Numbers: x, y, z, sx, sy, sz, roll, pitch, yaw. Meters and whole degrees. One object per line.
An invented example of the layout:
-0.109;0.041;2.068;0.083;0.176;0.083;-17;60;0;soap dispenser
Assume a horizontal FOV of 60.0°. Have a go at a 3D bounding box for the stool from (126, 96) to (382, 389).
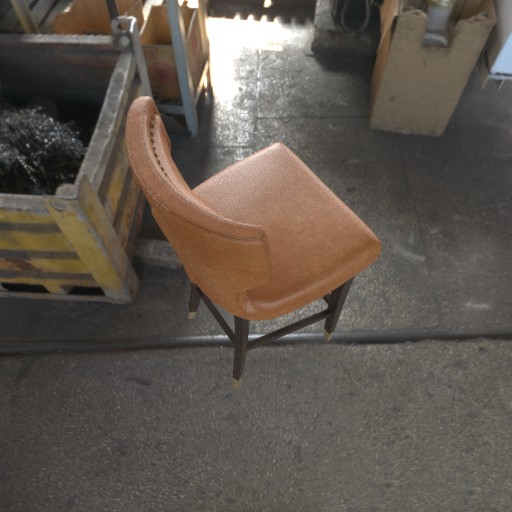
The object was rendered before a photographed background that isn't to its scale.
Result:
0.000;0.000;1.439;0.563;1.092;0.526;-31;63;-17;stool
